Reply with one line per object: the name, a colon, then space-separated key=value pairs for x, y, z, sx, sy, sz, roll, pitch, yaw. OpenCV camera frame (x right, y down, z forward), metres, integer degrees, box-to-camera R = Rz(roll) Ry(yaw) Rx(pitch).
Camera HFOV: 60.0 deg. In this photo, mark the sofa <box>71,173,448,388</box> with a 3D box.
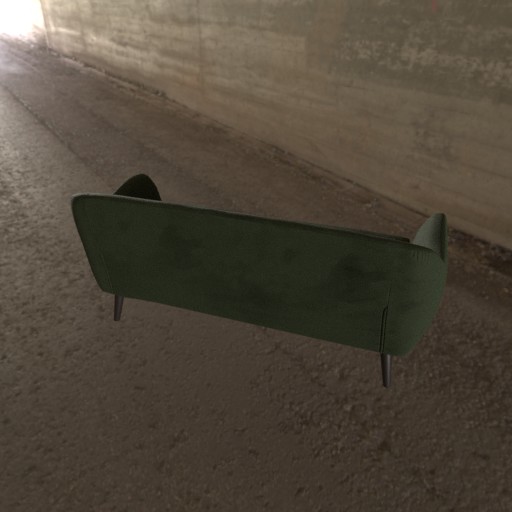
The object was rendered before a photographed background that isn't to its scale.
sofa: x=0.000 y=0.000 z=2.325 sx=1.840 sy=0.836 sz=0.820 roll=10 pitch=32 yaw=16
